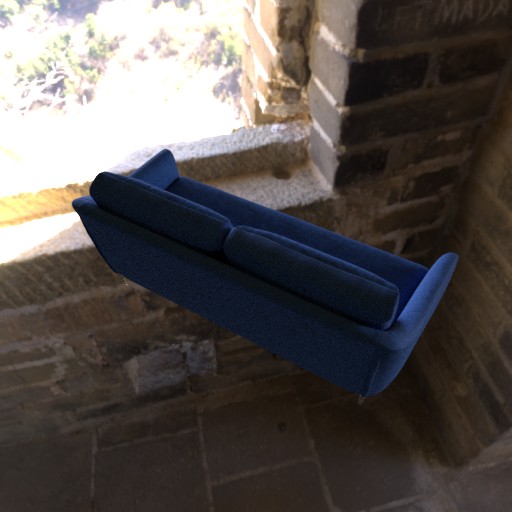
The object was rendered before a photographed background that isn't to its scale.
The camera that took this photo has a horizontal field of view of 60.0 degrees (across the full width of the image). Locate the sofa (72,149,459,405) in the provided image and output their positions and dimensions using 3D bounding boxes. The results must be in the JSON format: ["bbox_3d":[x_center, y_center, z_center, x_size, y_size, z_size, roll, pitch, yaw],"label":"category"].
[{"bbox_3d":[0.000,0.000,2.588,2.036,0.903,0.960,23,50,21],"label":"sofa"}]
